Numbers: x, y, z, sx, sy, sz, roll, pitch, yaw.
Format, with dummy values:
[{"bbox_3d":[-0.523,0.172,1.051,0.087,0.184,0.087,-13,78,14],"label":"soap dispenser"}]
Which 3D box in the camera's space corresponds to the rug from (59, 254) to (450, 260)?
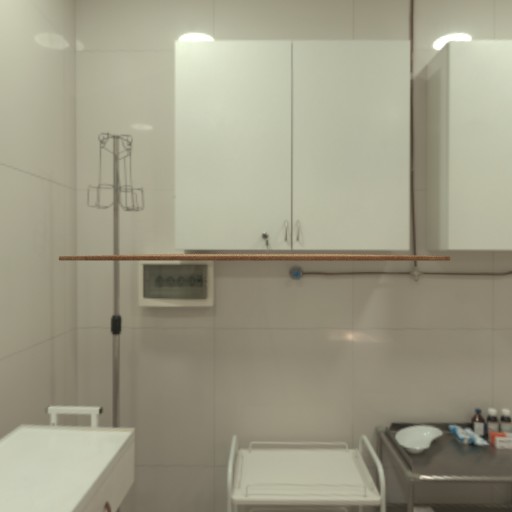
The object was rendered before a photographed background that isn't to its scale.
[{"bbox_3d":[0.000,0.000,2.288,1.219,0.014,1.829,0,0,0],"label":"rug"}]
